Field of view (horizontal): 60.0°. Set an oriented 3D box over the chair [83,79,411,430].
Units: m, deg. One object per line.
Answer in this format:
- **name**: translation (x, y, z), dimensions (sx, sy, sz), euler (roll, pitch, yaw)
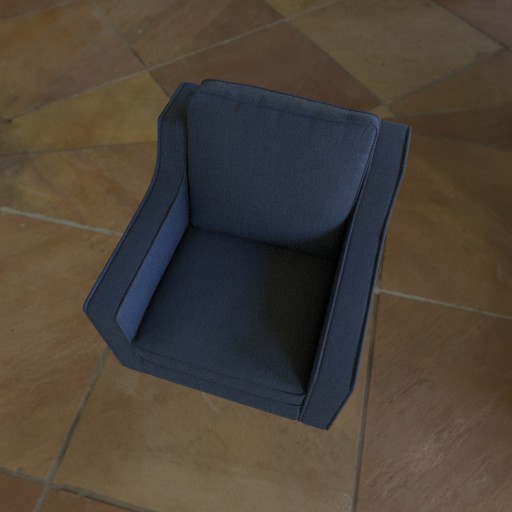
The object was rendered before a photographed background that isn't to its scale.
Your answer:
- **chair**: translation (0.000, 0.000, 1.621), dimensions (0.831, 0.960, 0.909), euler (15, 59, 9)
